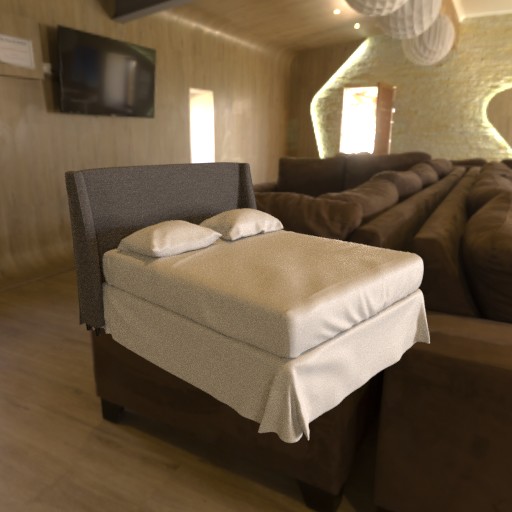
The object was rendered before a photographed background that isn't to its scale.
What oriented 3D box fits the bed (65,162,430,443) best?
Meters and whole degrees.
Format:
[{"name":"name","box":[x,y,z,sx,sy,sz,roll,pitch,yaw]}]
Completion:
[{"name":"bed","box":[0.000,0.000,3.473,2.276,1.332,1.925,13,20,42]}]
